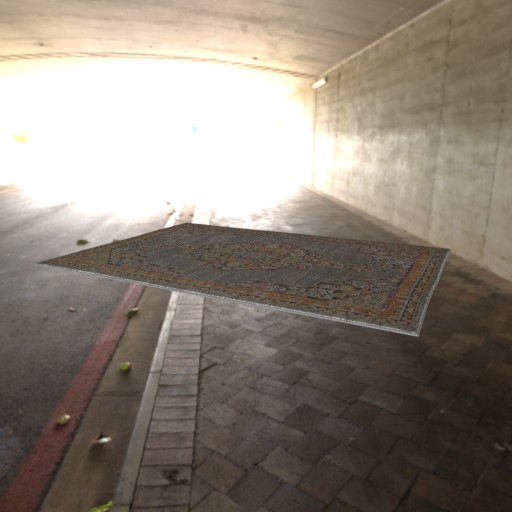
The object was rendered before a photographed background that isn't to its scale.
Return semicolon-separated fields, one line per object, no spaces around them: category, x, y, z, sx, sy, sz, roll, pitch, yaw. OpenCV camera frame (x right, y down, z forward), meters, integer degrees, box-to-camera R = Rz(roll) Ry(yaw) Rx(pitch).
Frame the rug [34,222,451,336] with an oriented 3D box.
rug;0.000;0.000;3.742;2.901;0.026;2.043;7;16;26
